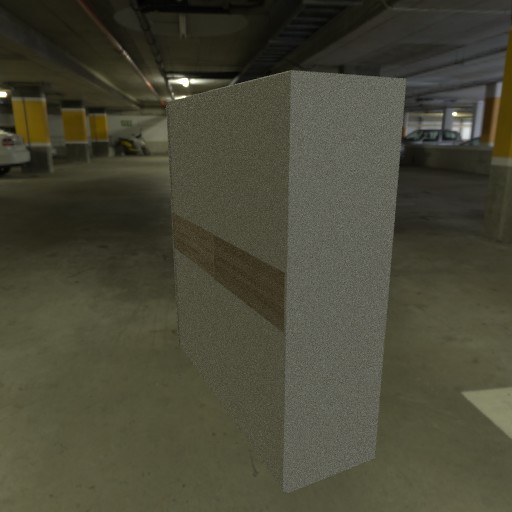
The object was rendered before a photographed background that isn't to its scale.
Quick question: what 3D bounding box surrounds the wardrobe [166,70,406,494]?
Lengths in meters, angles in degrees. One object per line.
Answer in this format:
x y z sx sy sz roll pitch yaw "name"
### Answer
0.000 0.000 2.917 0.600 2.020 1.830 -7 17 -25 "wardrobe"
